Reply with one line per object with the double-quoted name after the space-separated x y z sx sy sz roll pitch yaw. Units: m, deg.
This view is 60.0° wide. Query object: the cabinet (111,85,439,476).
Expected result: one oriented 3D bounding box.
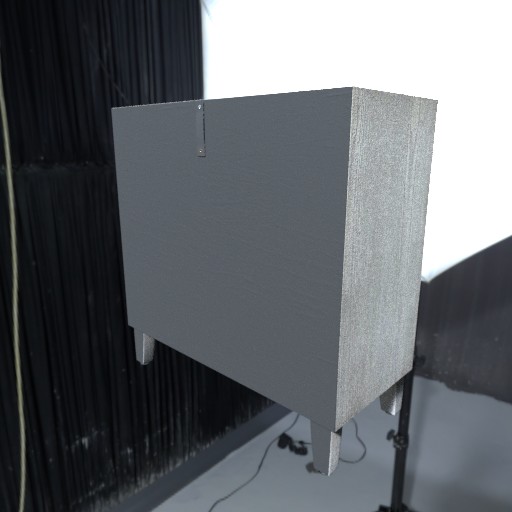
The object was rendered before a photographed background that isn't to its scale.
0.000 0.000 1.213 0.781 0.787 0.370 14 20 42 "cabinet"
